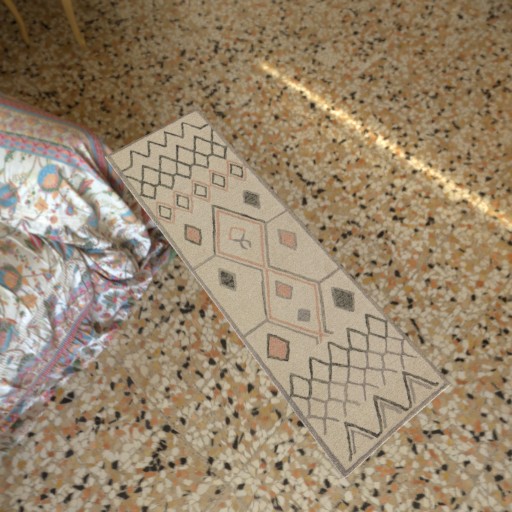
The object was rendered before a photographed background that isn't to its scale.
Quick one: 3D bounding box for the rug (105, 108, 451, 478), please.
[{"bbox_3d":[0.000,0.000,2.671,0.750,0.011,2.435,-34,68,-15],"label":"rug"}]
